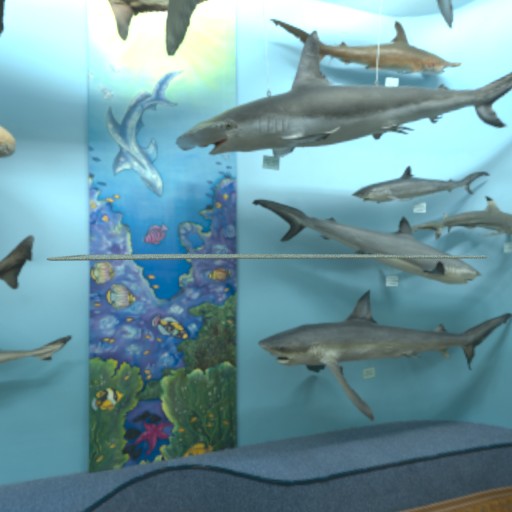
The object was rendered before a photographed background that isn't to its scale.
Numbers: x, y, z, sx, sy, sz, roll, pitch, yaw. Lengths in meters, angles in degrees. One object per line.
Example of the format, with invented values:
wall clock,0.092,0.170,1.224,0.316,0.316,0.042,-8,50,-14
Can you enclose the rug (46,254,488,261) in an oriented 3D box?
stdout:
rug,0.000,0.000,2.307,1.830,0.016,1.224,0,1,-18
